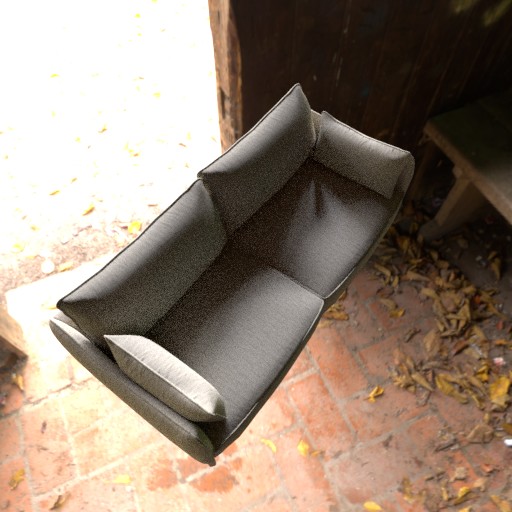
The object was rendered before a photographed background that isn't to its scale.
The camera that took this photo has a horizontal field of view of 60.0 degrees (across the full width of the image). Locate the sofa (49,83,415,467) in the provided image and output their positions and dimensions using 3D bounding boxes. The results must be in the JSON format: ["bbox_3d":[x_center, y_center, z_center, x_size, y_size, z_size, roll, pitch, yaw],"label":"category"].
[{"bbox_3d":[0.000,0.000,2.452,0.991,0.860,1.989,32,64,18],"label":"sofa"}]
